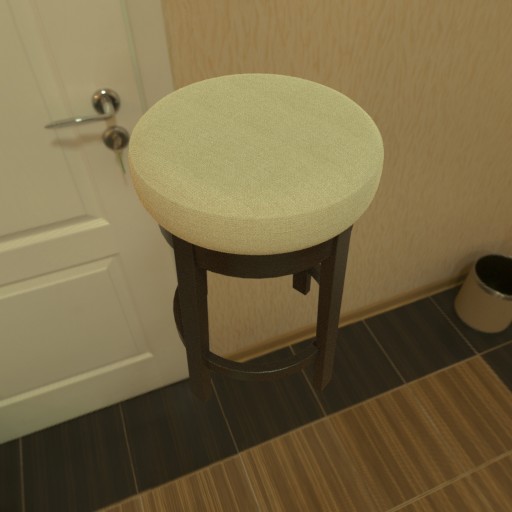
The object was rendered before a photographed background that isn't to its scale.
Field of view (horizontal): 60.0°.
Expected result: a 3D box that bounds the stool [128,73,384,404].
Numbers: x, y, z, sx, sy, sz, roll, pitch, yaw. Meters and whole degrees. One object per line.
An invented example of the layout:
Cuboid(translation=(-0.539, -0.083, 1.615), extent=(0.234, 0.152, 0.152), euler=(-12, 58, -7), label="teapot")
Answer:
Cuboid(translation=(0.000, 0.000, 0.962), extent=(0.449, 0.655, 0.449), euler=(0, 47, 0), label="stool")
